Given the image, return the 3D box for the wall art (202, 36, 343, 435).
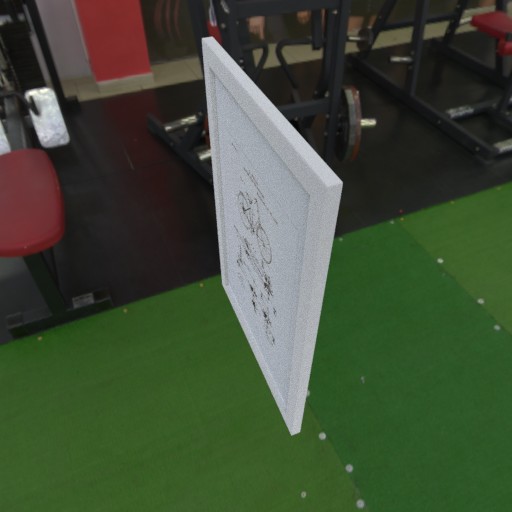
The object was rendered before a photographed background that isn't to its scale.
[{"bbox_3d":[0.000,0.000,0.625,0.015,0.477,0.332,-16,48,-15],"label":"wall art"}]
